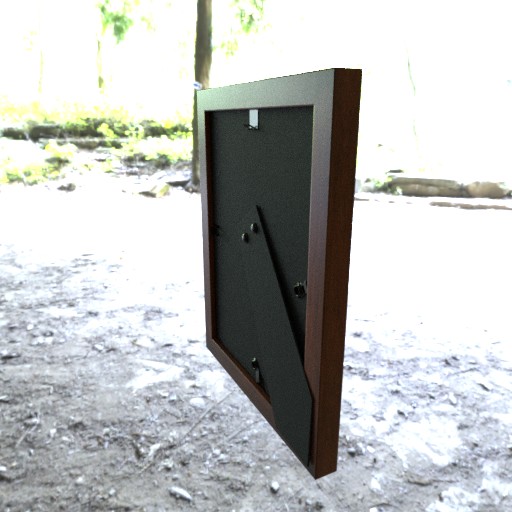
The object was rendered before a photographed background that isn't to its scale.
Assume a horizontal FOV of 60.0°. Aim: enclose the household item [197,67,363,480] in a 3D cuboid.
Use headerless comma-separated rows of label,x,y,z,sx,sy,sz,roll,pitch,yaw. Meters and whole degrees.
household item,0.000,0.000,0.342,0.020,0.250,0.200,-8,19,-26
